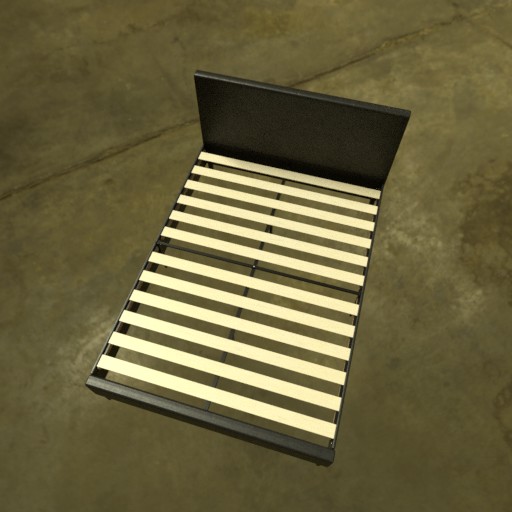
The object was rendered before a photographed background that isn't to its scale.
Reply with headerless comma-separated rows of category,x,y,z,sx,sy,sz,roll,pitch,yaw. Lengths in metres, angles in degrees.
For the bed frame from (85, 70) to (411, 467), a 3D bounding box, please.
bed frame,0.000,0.000,3.186,1.634,1.127,2.318,14,60,8
